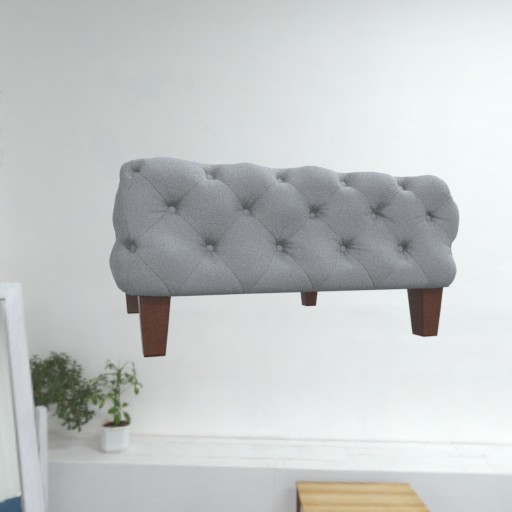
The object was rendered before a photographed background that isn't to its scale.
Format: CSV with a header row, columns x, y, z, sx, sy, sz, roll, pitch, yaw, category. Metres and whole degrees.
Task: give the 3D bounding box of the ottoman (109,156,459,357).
x,y,z,sx,sy,sz,roll,pitch,yaw,category
0.000,0.000,1.216,0.758,0.365,0.764,0,0,-19,ottoman
